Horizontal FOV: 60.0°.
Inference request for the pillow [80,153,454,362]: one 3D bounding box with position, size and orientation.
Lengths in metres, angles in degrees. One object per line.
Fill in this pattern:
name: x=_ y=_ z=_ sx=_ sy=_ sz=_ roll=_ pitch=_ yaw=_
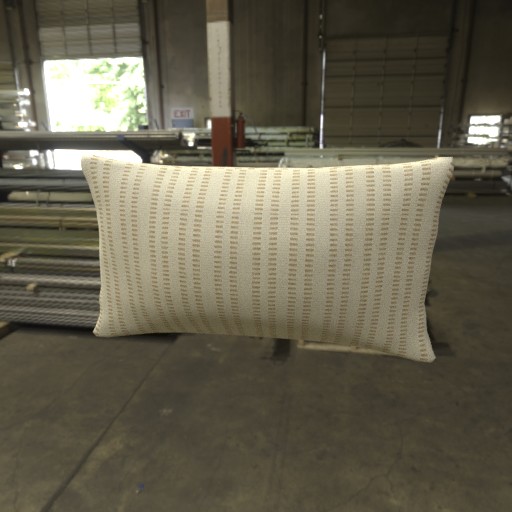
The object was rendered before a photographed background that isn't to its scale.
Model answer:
pillow: x=0.000 y=0.000 z=0.792 sx=0.640 sy=0.353 sz=0.210 roll=2 pitch=16 yaw=9
